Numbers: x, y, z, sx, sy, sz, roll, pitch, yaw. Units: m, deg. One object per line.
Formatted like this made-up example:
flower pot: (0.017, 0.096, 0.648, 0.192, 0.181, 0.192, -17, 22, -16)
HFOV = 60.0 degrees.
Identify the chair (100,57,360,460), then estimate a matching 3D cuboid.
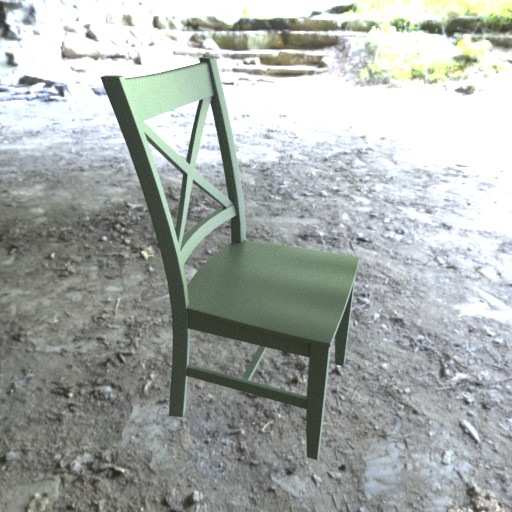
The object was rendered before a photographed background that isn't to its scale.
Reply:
chair: (0.000, 0.000, 1.257, 0.542, 0.983, 0.485, 10, 30, 18)
